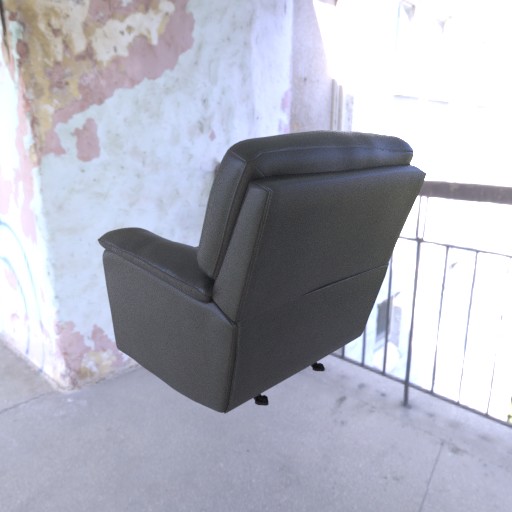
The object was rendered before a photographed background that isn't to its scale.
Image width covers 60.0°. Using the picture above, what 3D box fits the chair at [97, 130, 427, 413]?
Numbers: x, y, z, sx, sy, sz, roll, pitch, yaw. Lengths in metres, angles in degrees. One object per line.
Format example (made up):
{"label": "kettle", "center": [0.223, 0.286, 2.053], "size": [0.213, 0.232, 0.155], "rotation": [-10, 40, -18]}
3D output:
{"label": "chair", "center": [0.000, 0.000, 2.037], "size": [1.096, 1.109, 1.087], "rotation": [-15, 21, -43]}
